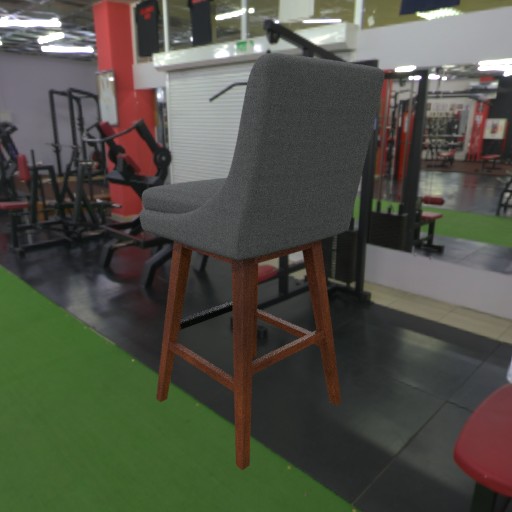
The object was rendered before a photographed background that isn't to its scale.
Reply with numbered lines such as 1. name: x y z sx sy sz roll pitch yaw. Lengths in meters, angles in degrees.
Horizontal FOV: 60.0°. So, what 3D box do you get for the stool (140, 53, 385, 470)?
1. stool: 0.000 0.000 1.249 0.447 0.977 0.524 -15 23 -41
